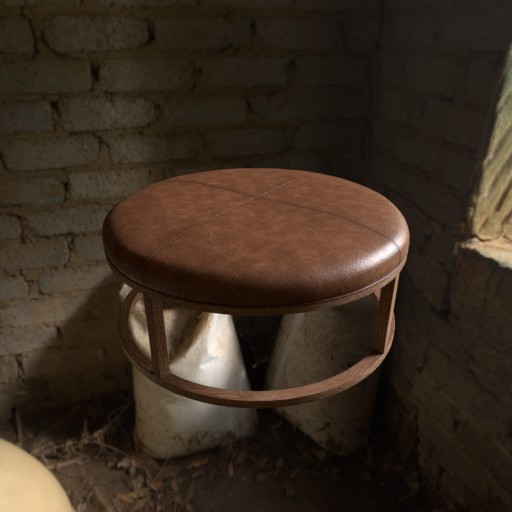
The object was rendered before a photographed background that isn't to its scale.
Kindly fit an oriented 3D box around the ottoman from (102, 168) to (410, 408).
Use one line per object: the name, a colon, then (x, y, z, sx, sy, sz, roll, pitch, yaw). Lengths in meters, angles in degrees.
ottoman: (0.000, 0.000, 1.567, 1.006, 0.445, 1.006, 0, 26, 0)
